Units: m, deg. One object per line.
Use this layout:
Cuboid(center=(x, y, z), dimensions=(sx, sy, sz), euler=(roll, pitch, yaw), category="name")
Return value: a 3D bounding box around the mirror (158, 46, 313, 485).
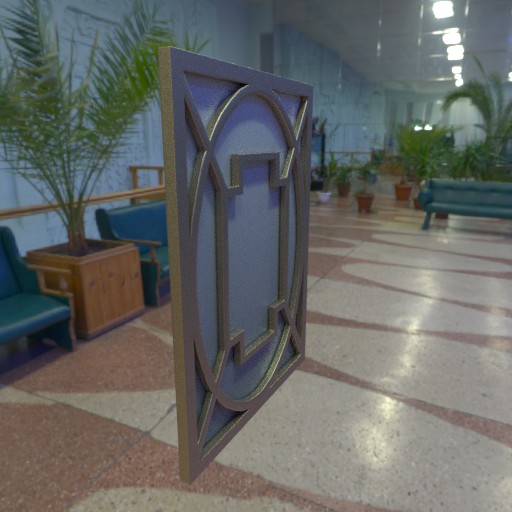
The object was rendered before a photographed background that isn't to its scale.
Cuboid(center=(0.000, 0.000, 1.319), dimensions=(0.032, 1.023, 0.756), euler=(8, 17, 28), category="mirror")
